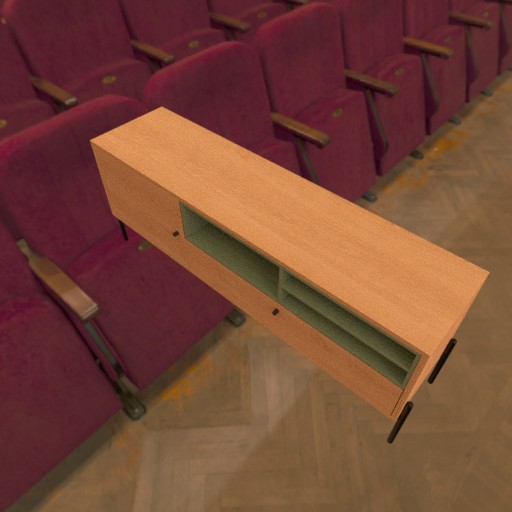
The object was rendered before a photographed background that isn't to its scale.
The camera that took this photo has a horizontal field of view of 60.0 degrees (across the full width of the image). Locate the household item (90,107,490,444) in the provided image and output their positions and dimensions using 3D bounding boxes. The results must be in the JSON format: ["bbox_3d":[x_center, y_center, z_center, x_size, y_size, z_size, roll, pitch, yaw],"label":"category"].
[{"bbox_3d":[0.000,0.000,1.777,1.550,0.600,0.400,33,55,28],"label":"household item"}]
